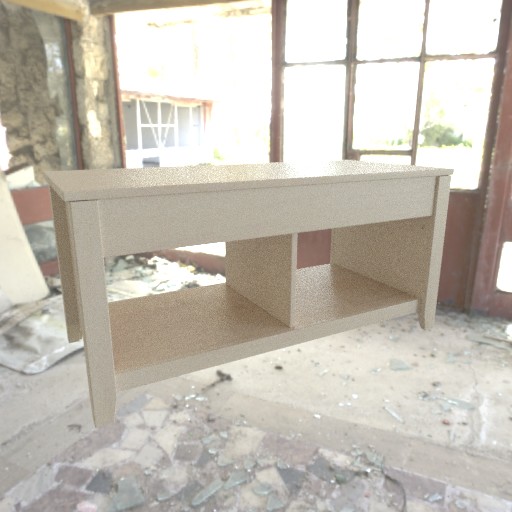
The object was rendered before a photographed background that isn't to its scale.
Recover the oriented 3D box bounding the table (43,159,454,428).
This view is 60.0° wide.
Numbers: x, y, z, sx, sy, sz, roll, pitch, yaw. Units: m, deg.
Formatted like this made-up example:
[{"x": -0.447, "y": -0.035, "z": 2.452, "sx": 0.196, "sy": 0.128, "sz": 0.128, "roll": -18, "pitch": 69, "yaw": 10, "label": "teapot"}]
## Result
[{"x": 0.000, "y": 0.000, "z": 1.262, "sx": 1.016, "sy": 0.483, "sz": 0.457, "roll": -8, "pitch": 18, "yaw": -28, "label": "table"}]
